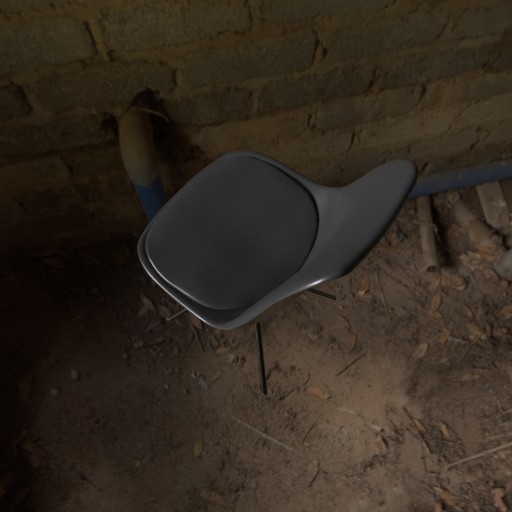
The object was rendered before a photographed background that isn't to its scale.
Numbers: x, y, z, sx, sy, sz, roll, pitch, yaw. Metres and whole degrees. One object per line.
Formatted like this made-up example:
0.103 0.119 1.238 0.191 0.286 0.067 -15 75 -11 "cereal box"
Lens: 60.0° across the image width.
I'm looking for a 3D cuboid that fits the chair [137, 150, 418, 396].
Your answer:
0.000 0.000 1.135 0.525 0.850 0.461 34 68 16 "chair"
